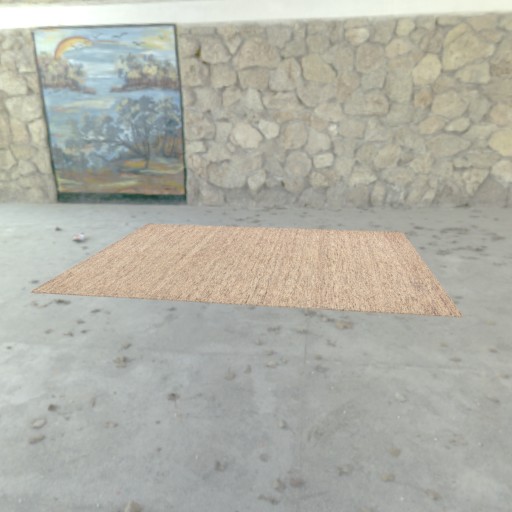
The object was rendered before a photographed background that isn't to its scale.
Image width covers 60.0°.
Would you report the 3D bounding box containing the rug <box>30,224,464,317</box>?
[{"bbox_3d":[0.000,0.000,4.386,3.205,0.013,2.448,2,17,8],"label":"rug"}]
